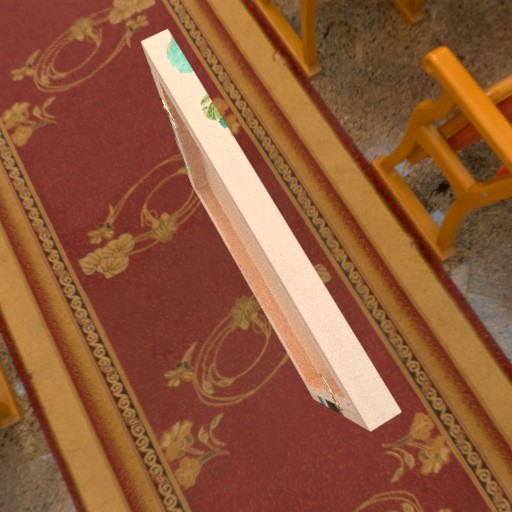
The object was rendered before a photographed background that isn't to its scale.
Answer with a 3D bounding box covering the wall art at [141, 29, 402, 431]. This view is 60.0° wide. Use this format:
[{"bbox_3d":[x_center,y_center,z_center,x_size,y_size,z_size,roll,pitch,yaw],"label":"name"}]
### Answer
[{"bbox_3d":[0.000,0.000,0.694,0.041,0.435,0.507,-29,78,-7],"label":"wall art"}]
